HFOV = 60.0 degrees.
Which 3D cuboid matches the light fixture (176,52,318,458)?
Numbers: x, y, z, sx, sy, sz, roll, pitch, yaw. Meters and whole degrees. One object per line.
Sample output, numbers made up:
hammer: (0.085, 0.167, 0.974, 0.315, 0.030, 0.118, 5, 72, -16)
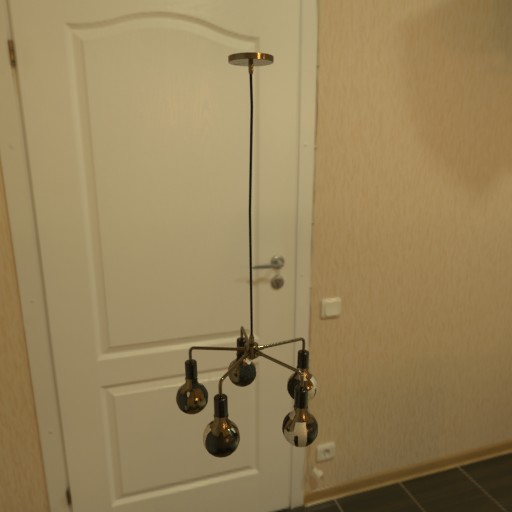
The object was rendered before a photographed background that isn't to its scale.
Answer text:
light fixture: (0.000, 0.000, 1.183, 0.421, 0.988, 0.438, 13, 19, 42)
